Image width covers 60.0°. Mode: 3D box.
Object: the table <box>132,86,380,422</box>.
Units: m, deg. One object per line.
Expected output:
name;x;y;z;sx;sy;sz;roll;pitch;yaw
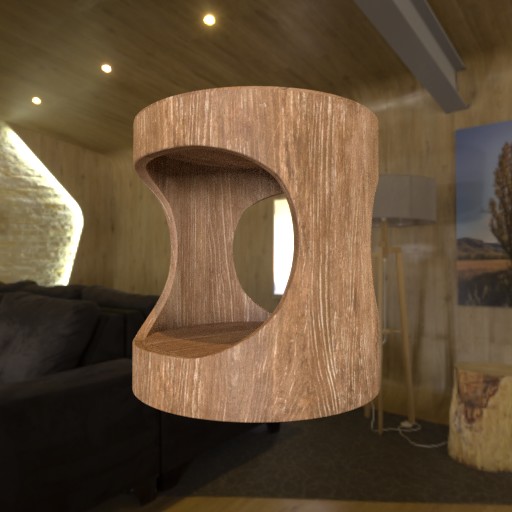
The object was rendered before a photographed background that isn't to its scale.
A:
table;0.000;0.000;0.986;0.527;0.551;0.527;0;-1;0
